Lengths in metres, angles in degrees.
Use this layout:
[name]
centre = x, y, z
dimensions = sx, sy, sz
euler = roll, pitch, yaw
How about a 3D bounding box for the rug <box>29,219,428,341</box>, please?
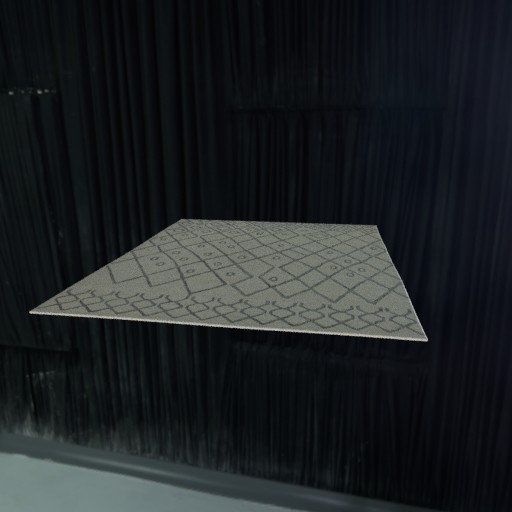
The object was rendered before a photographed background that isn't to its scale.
[rug]
centre = 0.000, 0.000, 4.090
dimensions = 2.446, 0.015, 3.046
euler = 3, 16, 9
